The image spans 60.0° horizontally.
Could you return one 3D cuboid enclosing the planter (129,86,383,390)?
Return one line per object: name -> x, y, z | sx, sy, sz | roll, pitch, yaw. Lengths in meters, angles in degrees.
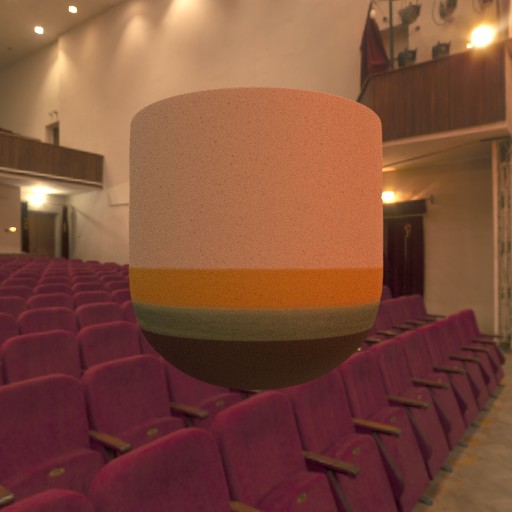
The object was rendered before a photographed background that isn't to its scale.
planter -> 0.000, 0.000, 0.486 | 0.268, 0.270, 0.268 | 0, -1, 0
